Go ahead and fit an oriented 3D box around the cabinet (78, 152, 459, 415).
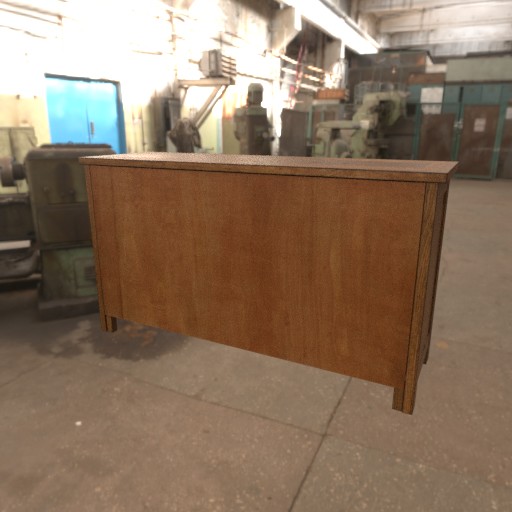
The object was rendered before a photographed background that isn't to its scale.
[{"bbox_3d":[0.000,0.000,1.902,1.474,0.813,0.480,8,18,26],"label":"cabinet"}]
